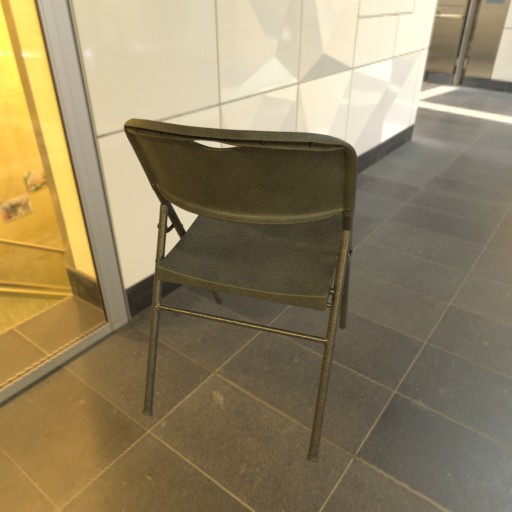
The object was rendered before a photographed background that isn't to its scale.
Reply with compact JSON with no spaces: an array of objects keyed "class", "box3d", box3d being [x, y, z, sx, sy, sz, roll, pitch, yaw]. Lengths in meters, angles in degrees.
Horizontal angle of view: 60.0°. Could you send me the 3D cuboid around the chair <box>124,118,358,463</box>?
[{"class":"chair","box3d":[0.000,0.000,1.173,0.494,0.810,0.566,9,32,15]}]
